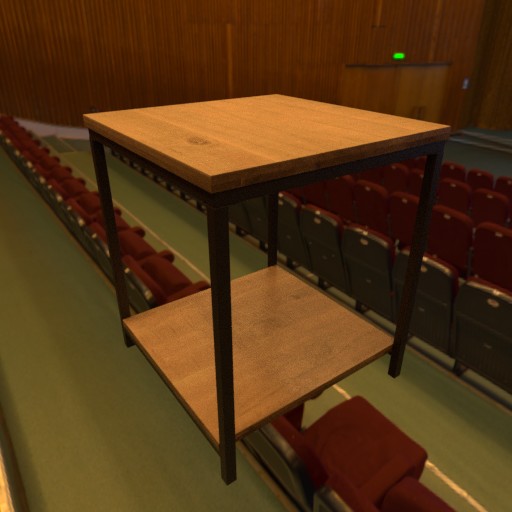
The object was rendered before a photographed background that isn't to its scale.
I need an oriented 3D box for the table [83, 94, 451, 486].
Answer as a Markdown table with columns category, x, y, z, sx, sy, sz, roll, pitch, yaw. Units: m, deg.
| category | x | y | z | sx | sy | sz | roll | pitch | yaw |
| --- | --- | --- | --- | --- | --- | --- | --- | --- | --- |
| table | 0.000 | 0.000 | 0.987 | 0.503 | 0.589 | 0.507 | -19 | 33 | -31 |
